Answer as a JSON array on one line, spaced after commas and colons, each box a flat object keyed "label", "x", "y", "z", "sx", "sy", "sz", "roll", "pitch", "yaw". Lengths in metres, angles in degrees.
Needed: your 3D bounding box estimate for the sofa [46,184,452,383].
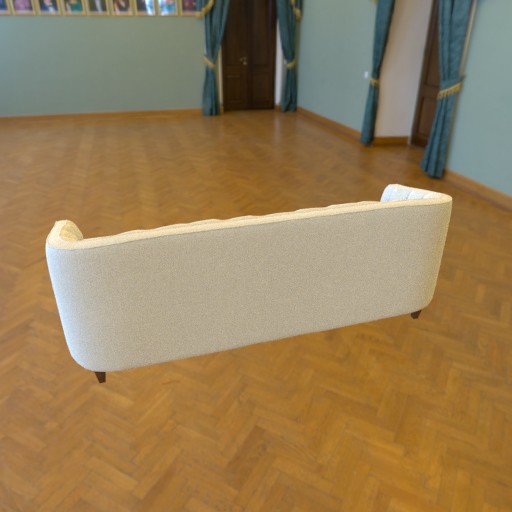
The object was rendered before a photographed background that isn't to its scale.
[{"label": "sofa", "x": 0.000, "y": 0.000, "z": 2.730, "sx": 2.278, "sy": 0.855, "sz": 0.941, "roll": -8, "pitch": 29, "yaw": -15}]
